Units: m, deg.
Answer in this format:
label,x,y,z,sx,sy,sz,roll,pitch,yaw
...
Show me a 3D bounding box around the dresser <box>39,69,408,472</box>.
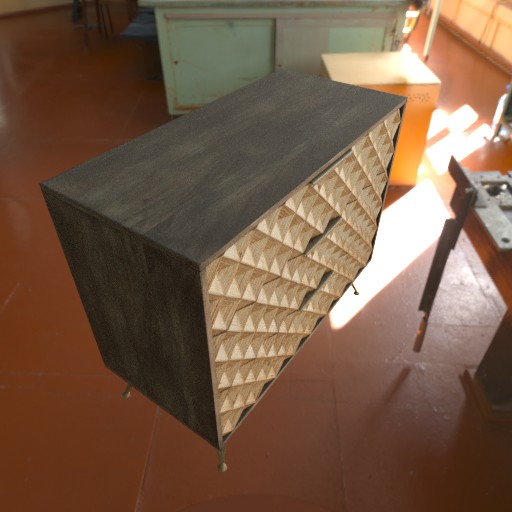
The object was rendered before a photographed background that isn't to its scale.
label,x,y,z,sx,sy,sz,roll,pitch,yaw
dresser,0.000,0.000,1.369,0.453,0.801,0.923,25,46,27
